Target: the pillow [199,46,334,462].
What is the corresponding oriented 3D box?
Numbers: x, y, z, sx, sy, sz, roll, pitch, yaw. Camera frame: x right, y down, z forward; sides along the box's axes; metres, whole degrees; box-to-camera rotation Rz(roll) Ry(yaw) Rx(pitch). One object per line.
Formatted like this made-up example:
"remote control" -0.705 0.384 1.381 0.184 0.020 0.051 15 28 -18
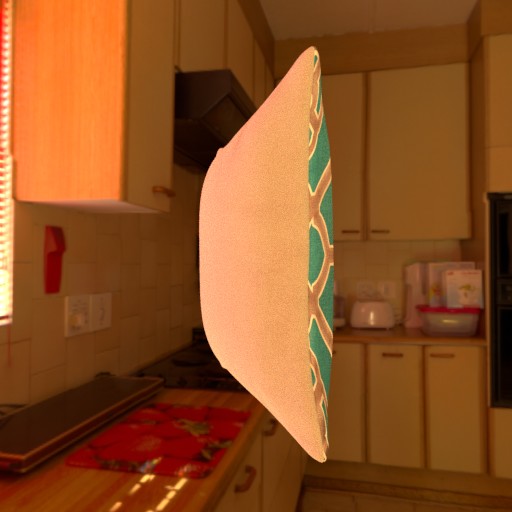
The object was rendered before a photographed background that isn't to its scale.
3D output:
"pillow" 0.000 0.000 0.783 0.166 0.507 0.526 0 -1 -17
